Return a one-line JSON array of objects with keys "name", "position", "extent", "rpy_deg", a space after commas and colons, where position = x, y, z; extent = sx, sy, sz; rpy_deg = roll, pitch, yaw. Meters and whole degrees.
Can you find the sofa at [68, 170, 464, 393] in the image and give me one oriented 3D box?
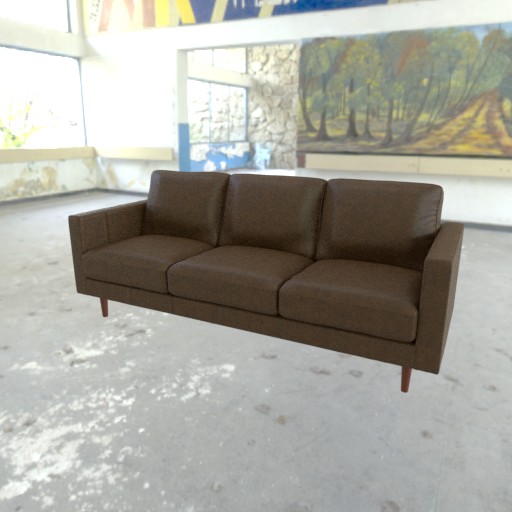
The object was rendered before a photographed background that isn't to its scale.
[{"name": "sofa", "position": [0.000, 0.000, 2.706], "extent": [2.231, 0.930, 0.903], "rpy_deg": [8, 18, 26]}]
